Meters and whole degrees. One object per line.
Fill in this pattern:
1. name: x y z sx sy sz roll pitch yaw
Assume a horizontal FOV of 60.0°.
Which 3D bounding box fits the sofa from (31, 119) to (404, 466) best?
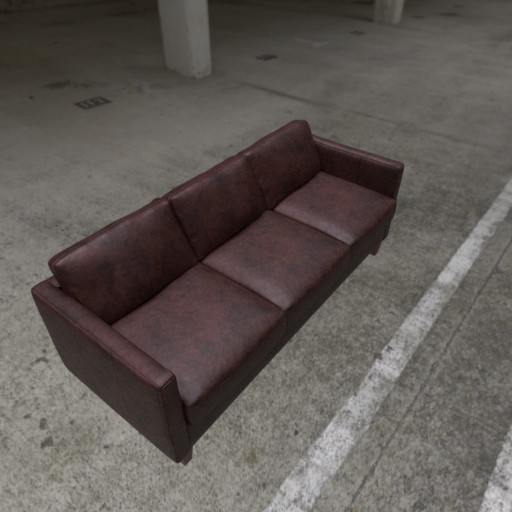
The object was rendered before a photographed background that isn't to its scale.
1. sofa: 0.000 0.000 2.948 1.045 1.006 2.464 27 47 28
